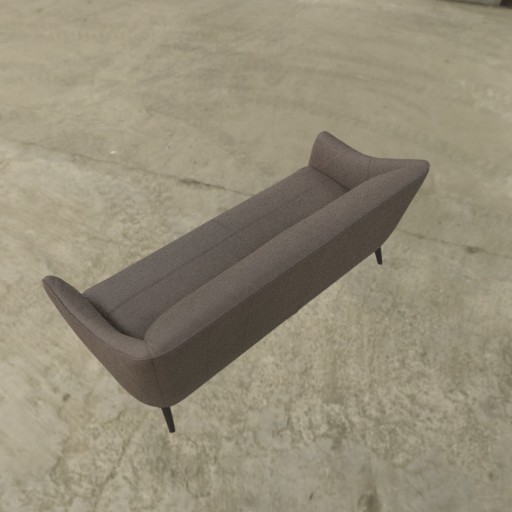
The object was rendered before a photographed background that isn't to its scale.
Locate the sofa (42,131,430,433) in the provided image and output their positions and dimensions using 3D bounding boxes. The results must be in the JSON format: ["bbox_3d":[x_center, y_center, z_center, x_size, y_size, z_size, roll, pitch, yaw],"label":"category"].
[{"bbox_3d":[0.000,0.000,2.395,1.928,0.831,0.869,-33,55,-28],"label":"sofa"}]
